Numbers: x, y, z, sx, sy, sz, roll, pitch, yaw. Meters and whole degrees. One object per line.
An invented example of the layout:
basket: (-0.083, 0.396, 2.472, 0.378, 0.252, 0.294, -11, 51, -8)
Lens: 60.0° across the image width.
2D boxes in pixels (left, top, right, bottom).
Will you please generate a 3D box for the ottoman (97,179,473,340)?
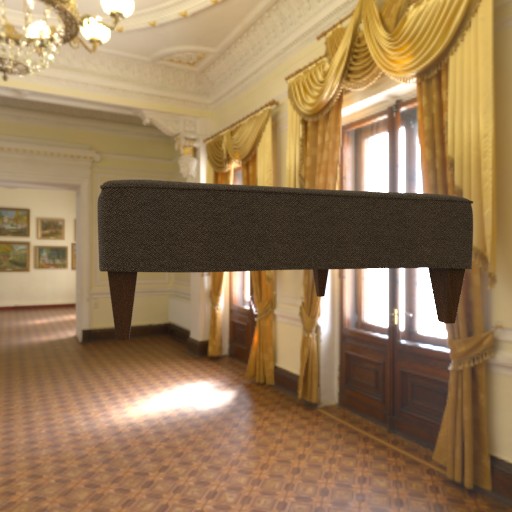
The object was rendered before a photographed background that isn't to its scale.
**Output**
ottoman: (0.000, 0.000, 1.535, 0.981, 0.378, 0.970, 0, 0, -16)
